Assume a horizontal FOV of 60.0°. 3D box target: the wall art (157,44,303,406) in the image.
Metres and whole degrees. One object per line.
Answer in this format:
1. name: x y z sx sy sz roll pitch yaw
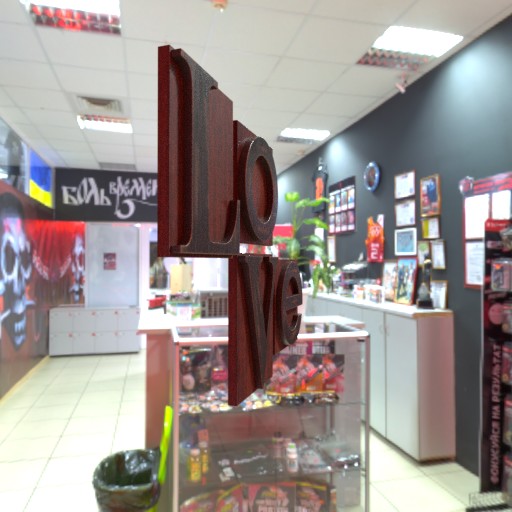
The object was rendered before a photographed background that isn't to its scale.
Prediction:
1. wall art: 0.000 0.000 0.825 0.030 0.497 0.635 0 -1 19
